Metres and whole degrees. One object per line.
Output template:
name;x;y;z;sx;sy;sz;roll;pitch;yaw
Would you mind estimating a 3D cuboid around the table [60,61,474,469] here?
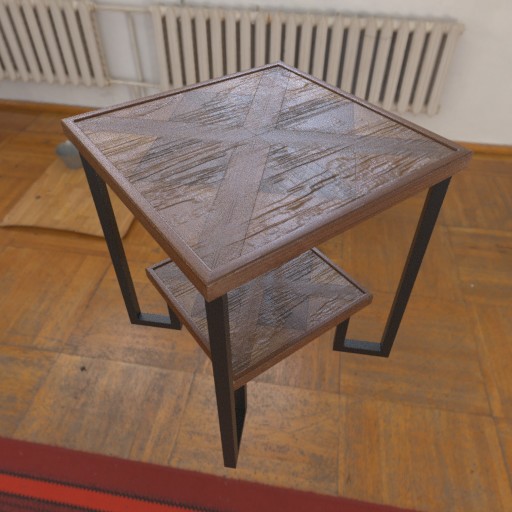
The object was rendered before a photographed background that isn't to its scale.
table;0.000;0.000;0.942;0.503;0.563;0.503;-26;49;-26
